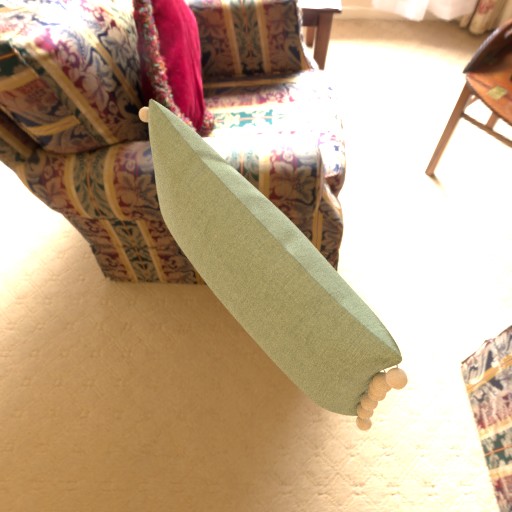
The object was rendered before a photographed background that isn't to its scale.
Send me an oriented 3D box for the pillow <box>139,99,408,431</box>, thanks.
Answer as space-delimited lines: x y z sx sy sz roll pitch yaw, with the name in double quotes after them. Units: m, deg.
0.000 0.000 0.850 0.201 0.322 0.709 -33 63 -19 "pillow"
